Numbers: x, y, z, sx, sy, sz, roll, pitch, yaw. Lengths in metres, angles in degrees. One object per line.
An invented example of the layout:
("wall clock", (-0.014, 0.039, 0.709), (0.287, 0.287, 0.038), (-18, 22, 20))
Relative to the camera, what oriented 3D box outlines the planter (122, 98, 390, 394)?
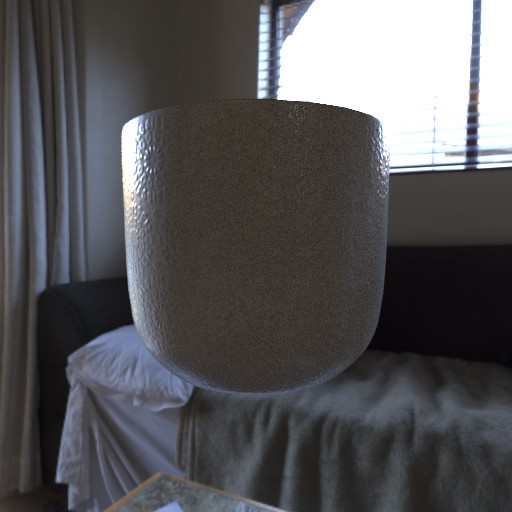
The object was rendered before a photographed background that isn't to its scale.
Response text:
("planter", (0.000, 0.000, 0.362), (0.208, 0.190, 0.208), (0, 2, 0))
